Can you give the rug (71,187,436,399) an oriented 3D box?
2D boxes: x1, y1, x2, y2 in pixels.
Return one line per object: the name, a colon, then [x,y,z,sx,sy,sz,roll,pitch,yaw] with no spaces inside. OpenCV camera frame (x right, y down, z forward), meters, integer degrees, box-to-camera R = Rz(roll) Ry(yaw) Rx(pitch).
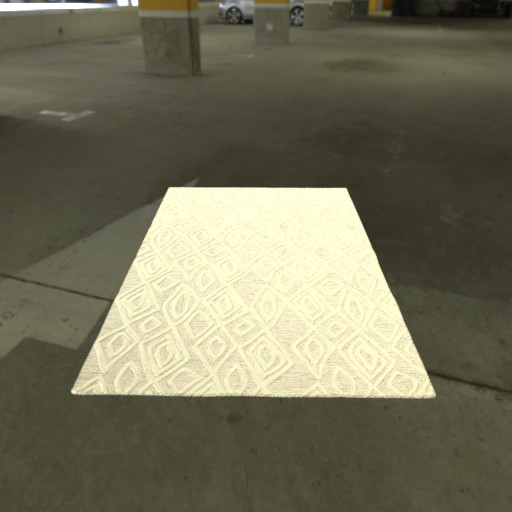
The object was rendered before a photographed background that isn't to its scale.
rug: [0.000,0.000,2.259,1.224,0.016,1.832,0,31,1]
